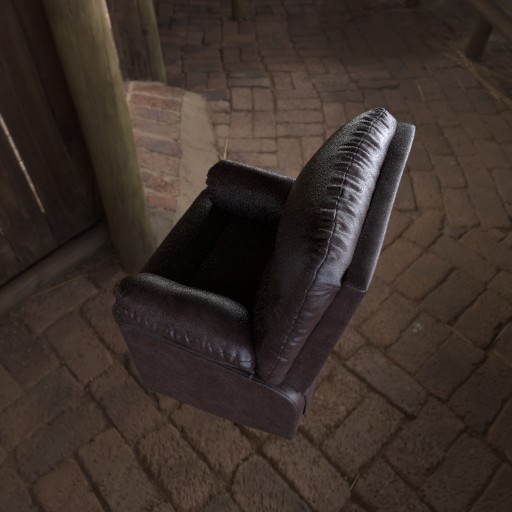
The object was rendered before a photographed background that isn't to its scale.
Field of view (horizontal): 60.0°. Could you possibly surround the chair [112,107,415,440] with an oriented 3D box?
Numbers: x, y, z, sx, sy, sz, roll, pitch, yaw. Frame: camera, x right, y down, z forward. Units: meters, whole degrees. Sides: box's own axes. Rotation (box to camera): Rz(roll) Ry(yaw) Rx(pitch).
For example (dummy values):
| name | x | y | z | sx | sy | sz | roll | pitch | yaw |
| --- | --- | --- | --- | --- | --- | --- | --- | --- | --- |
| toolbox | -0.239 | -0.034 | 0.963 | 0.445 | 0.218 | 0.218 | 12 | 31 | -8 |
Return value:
| name | x | y | z | sx | sy | sz | roll | pitch | yaw |
| --- | --- | --- | --- | --- | --- | --- | --- | --- | --- |
| chair | 0.000 | 0.000 | 1.707 | 0.879 | 1.041 | 0.940 | 16 | 49 | 15 |
